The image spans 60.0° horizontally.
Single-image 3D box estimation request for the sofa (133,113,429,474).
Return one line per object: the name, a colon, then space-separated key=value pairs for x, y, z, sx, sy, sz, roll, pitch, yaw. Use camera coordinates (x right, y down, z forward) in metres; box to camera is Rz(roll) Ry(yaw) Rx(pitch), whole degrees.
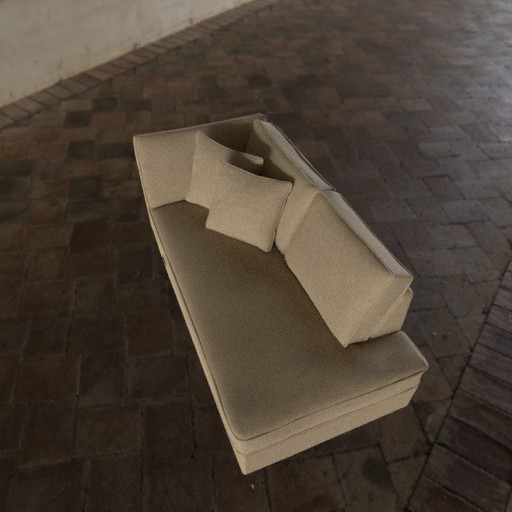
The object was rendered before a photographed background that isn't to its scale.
sofa: x=0.000 y=0.000 z=2.898 sx=1.110 sy=1.033 sz=2.237 roll=-16 pitch=48 yaw=-16
